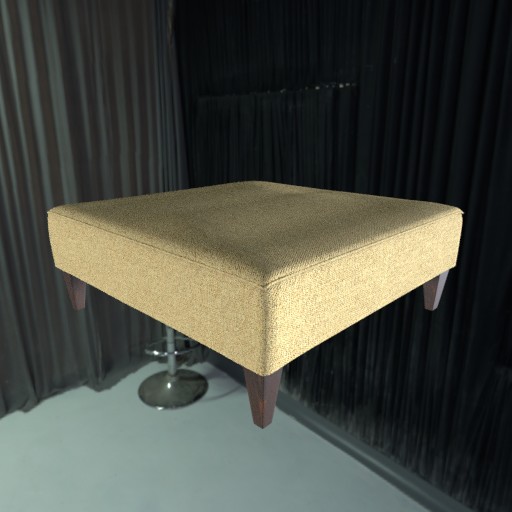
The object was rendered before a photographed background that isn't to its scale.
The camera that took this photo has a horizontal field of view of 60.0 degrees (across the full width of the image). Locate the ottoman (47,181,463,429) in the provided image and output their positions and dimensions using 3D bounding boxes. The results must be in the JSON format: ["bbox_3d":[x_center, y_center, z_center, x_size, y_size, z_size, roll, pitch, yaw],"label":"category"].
[{"bbox_3d":[0.000,0.000,1.485,0.981,0.378,0.970,16,23,42],"label":"ottoman"}]
